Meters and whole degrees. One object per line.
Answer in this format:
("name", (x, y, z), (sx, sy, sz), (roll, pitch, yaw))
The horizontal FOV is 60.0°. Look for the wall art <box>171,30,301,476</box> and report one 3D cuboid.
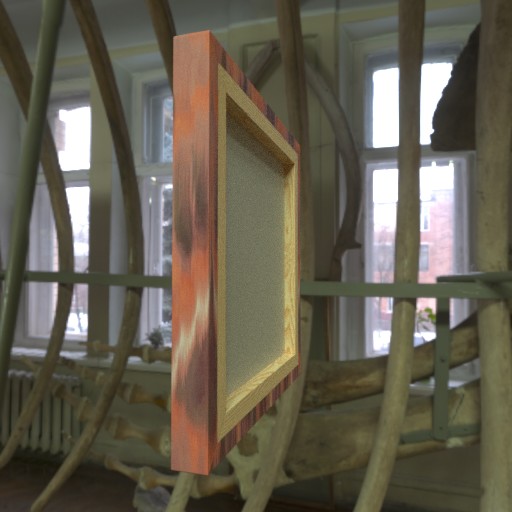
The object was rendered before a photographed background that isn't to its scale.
("wall art", (0.000, 0.000, 0.600), (0.038, 0.406, 0.403), (-1, -2, 18))
